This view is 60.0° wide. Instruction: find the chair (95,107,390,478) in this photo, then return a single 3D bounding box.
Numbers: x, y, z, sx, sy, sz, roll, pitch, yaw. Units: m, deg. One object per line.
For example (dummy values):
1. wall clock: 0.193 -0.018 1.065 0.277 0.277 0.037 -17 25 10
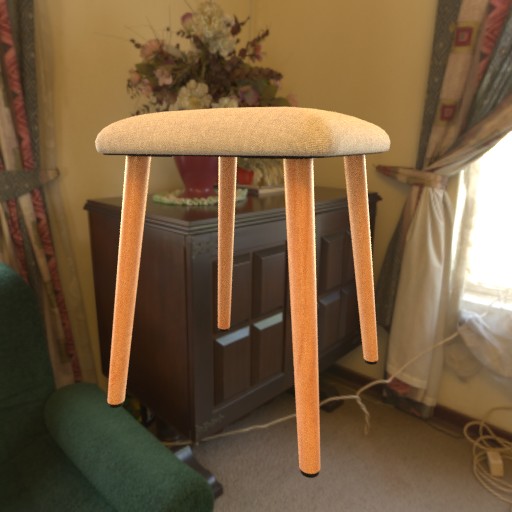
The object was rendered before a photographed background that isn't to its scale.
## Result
1. chair: 0.000 0.000 0.704 0.350 0.440 0.350 7 16 26
